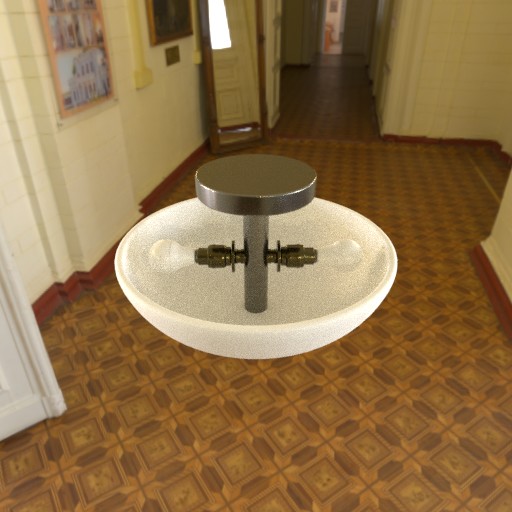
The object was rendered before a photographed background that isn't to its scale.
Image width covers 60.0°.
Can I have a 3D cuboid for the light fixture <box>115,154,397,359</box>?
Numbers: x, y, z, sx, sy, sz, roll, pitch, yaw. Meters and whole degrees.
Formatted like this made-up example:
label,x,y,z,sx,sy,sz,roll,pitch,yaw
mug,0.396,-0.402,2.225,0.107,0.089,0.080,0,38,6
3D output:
label,x,y,z,sx,sy,sz,roll,pitch,yaw
light fixture,0.000,0.000,0.544,0.330,0.214,0.330,0,30,0
